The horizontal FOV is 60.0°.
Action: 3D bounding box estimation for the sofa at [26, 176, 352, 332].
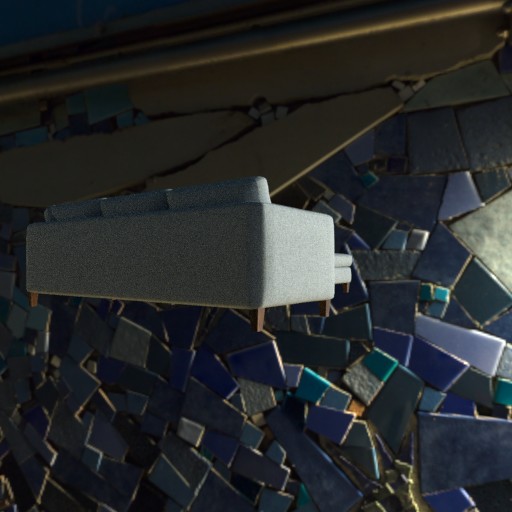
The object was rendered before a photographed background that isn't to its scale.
[{"bbox_3d":[0.000,0.000,4.478,2.551,0.889,3.403,-1,-1,36],"label":"sofa"}]
